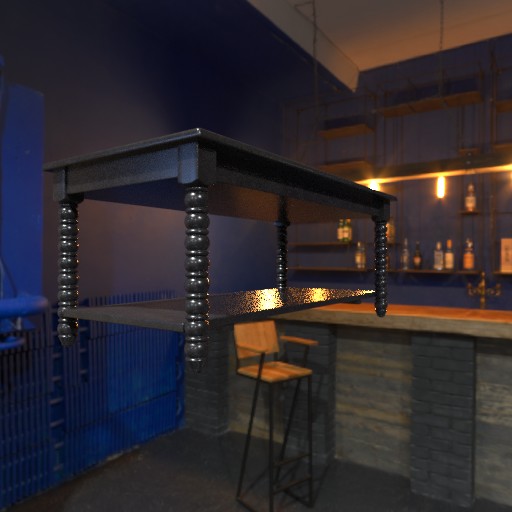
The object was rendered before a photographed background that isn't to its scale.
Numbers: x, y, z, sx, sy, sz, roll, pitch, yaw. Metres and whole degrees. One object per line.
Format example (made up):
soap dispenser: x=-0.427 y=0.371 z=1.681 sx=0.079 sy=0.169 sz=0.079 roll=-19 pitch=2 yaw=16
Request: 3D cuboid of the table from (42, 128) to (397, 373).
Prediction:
table: x=0.000 y=0.000 z=1.489 sx=0.580 sy=0.487 sz=1.171 roll=0 pitch=-1 yaw=36
